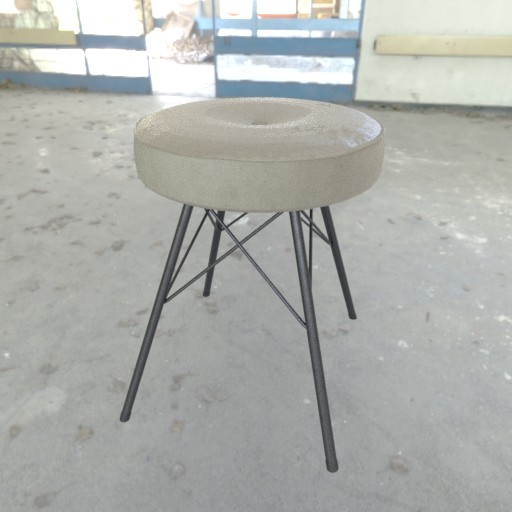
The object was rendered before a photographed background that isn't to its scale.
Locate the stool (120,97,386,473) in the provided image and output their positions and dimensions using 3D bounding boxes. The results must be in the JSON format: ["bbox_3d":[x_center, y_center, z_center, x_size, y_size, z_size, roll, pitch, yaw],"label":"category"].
[{"bbox_3d":[0.000,0.000,0.858,0.423,0.538,0.457,8,30,13],"label":"stool"}]
